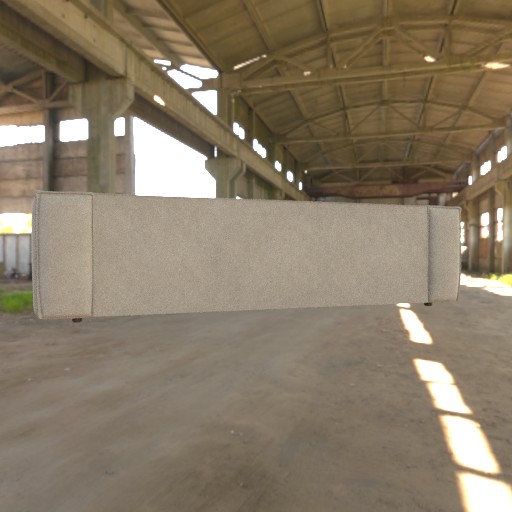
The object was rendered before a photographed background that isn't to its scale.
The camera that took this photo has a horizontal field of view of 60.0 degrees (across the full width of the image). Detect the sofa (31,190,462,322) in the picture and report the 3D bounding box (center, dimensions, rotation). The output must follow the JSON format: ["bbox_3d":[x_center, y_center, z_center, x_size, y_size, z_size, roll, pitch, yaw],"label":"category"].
[{"bbox_3d":[0.000,0.000,3.070,2.697,0.680,1.038,0,1,-18],"label":"sofa"}]
